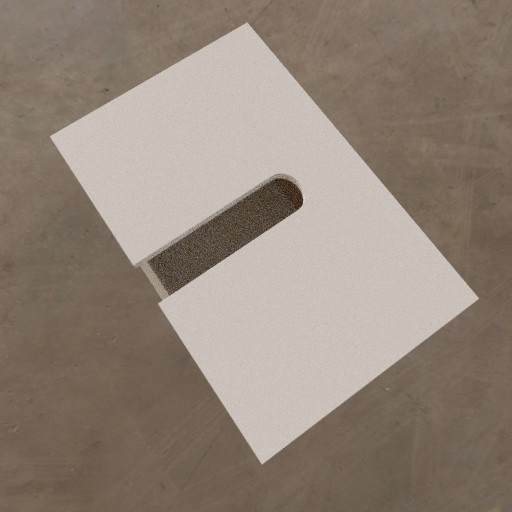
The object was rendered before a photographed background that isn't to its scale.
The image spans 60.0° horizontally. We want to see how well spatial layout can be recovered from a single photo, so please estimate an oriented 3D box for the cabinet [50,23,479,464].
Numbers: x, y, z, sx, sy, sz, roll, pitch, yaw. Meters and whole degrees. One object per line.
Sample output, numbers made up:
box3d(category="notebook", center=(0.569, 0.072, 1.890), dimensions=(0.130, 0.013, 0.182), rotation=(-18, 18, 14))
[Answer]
box3d(category="cabinet", center=(0.000, 0.000, 0.939), dimensions=(0.400, 0.522, 0.600), rotation=(-34, 77, -9))
